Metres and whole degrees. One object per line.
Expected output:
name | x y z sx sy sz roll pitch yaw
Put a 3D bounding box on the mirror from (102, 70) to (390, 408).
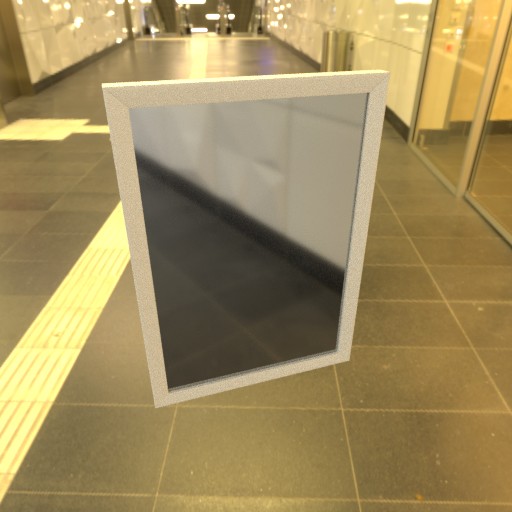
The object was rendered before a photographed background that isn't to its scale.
mirror | 0.000 0.000 0.940 0.507 0.710 0.040 -9 32 -16
